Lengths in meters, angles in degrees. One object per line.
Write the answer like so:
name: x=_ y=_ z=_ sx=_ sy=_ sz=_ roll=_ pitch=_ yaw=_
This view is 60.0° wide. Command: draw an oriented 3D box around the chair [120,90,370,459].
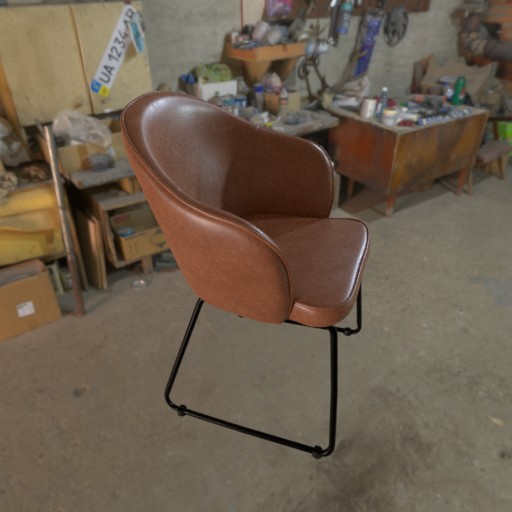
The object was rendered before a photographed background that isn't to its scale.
chair: x=0.000 y=0.000 z=1.176 sx=0.580 sy=0.785 sz=0.582 roll=10 pitch=32 yaw=16
